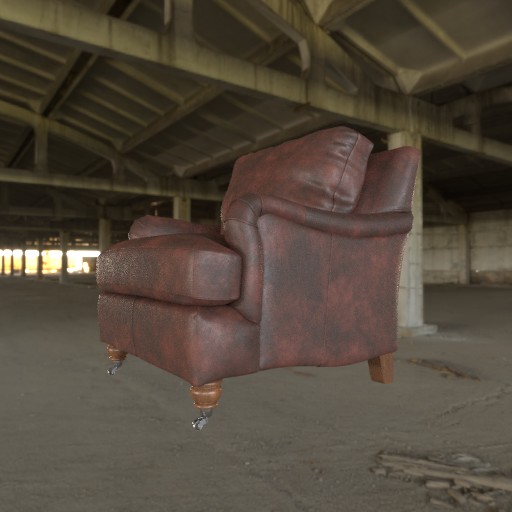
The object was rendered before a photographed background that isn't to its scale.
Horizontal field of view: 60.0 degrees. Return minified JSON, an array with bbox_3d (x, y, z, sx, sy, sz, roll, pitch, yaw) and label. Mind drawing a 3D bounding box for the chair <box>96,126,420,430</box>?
[{"bbox_3d":[0.000,0.000,1.944,1.156,1.051,0.987,1,-1,-36],"label":"chair"}]
